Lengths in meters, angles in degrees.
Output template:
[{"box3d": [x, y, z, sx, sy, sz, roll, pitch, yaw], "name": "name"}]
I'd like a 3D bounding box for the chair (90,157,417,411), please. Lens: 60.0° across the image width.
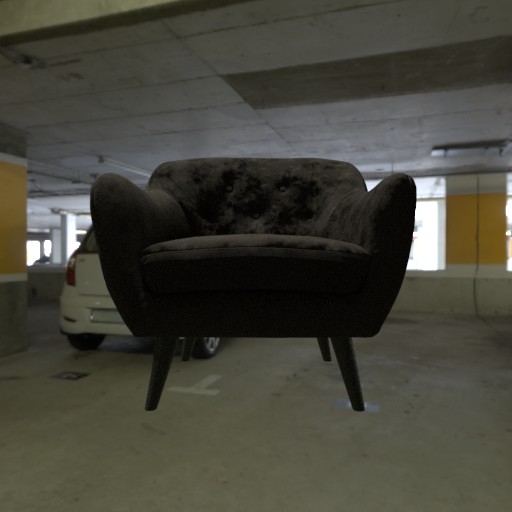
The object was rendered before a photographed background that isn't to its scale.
[{"box3d": [0.000, 0.000, 1.479, 0.840, 0.807, 0.819, 0, 0, 0], "name": "chair"}]
